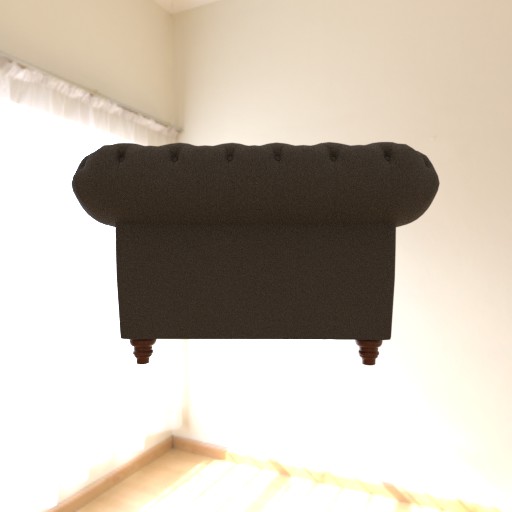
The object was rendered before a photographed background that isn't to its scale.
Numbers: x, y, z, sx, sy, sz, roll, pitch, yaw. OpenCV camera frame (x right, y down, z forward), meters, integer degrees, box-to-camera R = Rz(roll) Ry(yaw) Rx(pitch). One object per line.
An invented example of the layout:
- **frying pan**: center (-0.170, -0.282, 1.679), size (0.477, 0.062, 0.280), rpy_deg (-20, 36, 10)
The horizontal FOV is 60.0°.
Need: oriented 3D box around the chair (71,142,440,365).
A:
- **chair**: center (0.000, 0.000, 1.860), size (1.270, 0.770, 0.976), rpy_deg (0, 0, 1)
